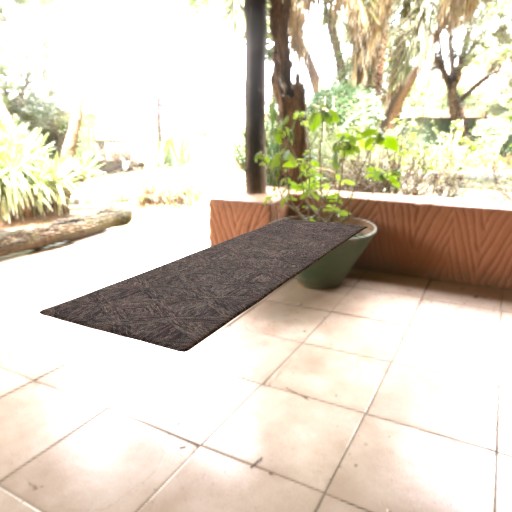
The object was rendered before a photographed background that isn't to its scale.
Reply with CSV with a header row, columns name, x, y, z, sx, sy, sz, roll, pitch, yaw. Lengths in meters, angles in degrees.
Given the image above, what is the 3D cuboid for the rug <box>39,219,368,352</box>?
name,x,y,z,sx,sy,sz,roll,pitch,yaw
rug,0.000,0.000,2.550,0.719,0.013,2.305,8,17,27
